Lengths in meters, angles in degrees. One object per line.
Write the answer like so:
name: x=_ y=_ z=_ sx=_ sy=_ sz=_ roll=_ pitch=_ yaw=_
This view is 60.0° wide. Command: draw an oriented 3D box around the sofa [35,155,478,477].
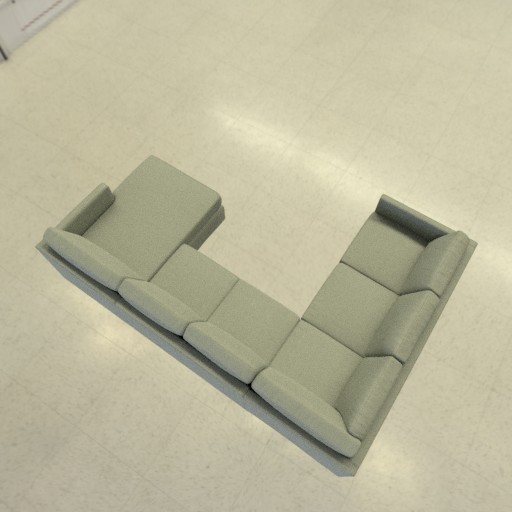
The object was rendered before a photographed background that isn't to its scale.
sofa: x=0.000 y=0.000 z=4.407 sx=3.460 sy=0.882 sz=2.427 roll=32 pitch=67 yaw=15
